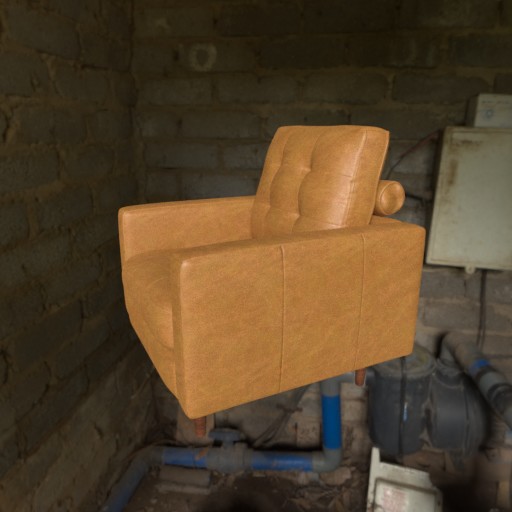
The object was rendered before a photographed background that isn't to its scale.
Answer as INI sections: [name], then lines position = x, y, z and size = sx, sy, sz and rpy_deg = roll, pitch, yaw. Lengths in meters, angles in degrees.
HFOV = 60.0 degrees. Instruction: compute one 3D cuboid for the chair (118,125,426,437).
[chair]
position = 0.000, 0.000, 1.583
size = 0.868, 0.896, 0.831
rpy_deg = -8, 18, -26
